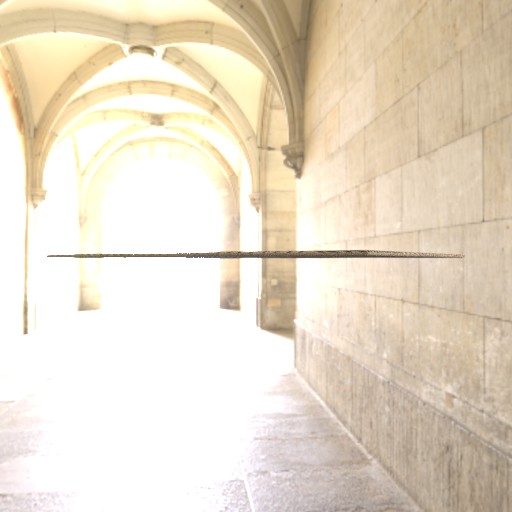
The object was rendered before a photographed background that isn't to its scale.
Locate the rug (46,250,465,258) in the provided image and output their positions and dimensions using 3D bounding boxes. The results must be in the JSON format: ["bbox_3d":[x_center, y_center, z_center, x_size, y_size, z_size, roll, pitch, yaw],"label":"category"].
[{"bbox_3d":[0.000,0.000,3.218,2.449,0.028,1.829,0,-1,36],"label":"rug"}]
